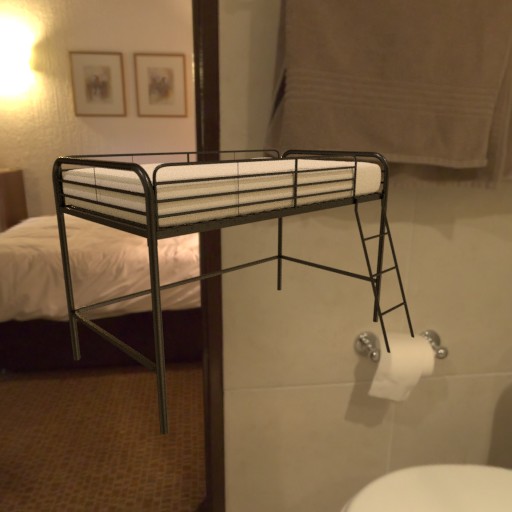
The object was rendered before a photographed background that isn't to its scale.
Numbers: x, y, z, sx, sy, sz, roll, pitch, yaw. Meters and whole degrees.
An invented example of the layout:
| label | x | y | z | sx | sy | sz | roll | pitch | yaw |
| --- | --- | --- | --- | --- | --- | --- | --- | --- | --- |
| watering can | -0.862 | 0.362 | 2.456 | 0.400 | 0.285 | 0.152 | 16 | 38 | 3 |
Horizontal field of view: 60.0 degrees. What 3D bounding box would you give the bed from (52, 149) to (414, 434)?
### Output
| label | x | y | z | sx | sy | sz | roll | pitch | yaw |
| --- | --- | --- | --- | --- | --- | --- | --- | --- | --- |
| bed | 0.000 | 0.000 | 2.890 | 1.968 | 1.289 | 1.393 | -14 | 21 | -42 |
